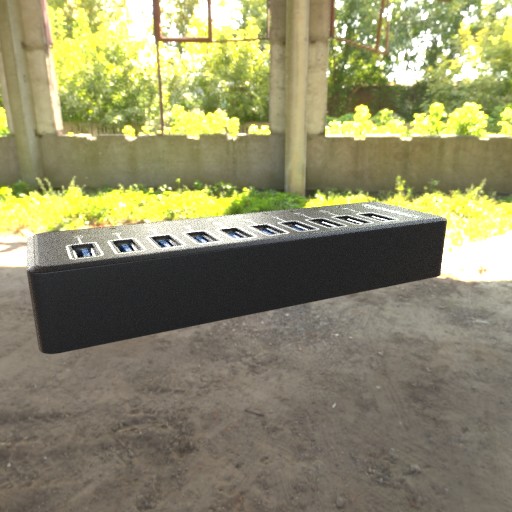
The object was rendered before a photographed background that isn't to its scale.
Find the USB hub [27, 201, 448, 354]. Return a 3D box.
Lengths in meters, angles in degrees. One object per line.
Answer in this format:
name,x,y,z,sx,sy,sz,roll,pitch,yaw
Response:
USB hub,0.000,0.000,0.159,0.145,0.023,0.044,-8,18,-25
